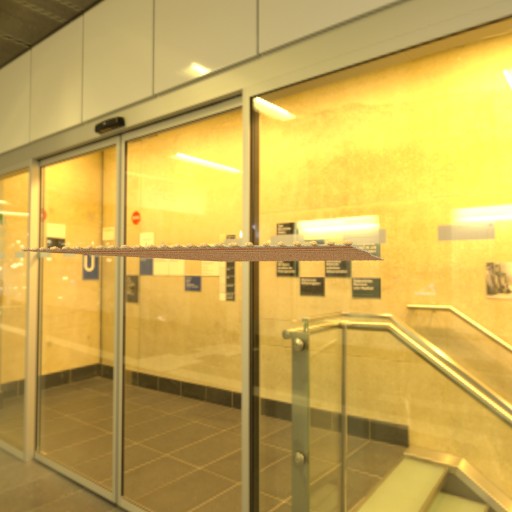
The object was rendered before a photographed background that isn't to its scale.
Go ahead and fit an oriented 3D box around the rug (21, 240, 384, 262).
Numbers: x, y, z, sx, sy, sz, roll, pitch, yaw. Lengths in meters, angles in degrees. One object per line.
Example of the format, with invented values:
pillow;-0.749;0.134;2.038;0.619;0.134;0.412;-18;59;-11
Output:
rug;0.000;0.000;2.994;1.556;0.022;2.433;-1;-2;19
